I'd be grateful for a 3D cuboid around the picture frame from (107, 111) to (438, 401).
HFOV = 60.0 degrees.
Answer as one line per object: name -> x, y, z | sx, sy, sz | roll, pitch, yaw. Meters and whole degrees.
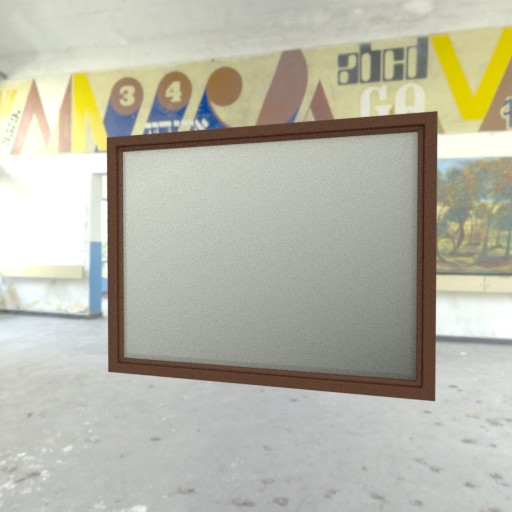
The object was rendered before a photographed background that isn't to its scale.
picture frame -> 0.000, 0.000, 1.757 | 1.329, 1.018, 0.045 | 0, 1, 16
